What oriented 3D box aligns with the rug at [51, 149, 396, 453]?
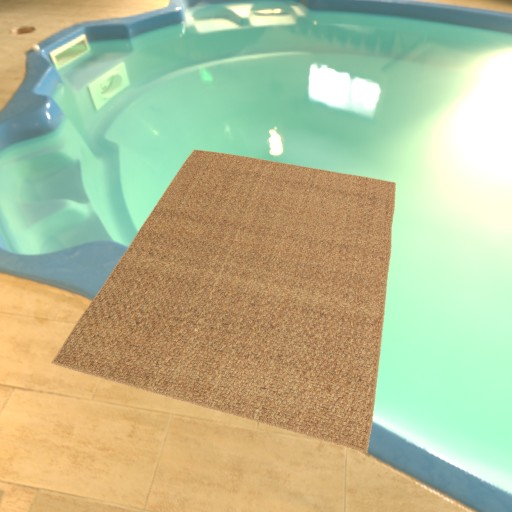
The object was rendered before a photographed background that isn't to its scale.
[{"bbox_3d":[0.000,0.000,4.164,2.439,0.013,3.048,12,48,11],"label":"rug"}]
